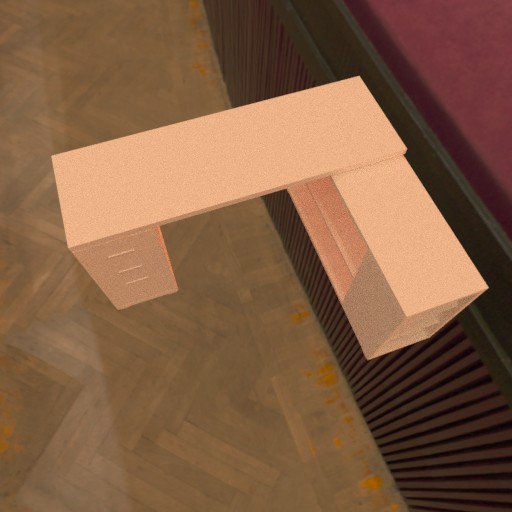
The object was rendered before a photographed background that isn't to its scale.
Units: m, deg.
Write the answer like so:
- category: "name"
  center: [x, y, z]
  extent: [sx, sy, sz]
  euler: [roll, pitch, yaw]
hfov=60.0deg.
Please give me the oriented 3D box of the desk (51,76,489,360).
- category: "desk"
  center: [0.000, 0.000, 2.185]
  extent: [1.524, 0.759, 1.199]
  euler: [-17, 64, -9]
